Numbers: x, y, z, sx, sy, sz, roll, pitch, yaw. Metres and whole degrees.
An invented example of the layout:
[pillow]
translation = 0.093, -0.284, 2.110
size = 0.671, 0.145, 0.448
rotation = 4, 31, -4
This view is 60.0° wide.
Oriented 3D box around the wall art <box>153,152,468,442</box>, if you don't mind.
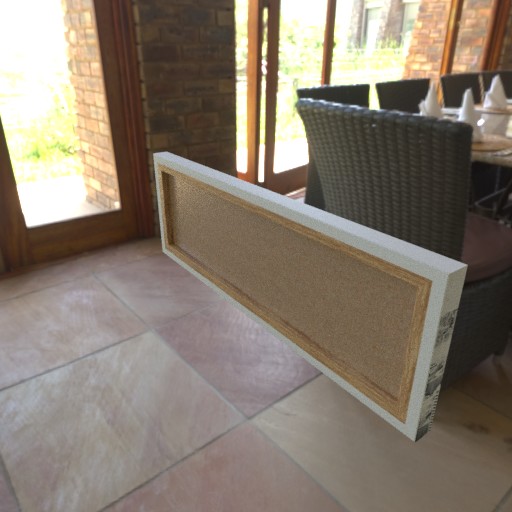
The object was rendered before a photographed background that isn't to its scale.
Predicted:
[wall art]
translation = 0.000, 0.000, 0.826
size = 0.038, 0.255, 0.763
rotation = -17, 30, -33
